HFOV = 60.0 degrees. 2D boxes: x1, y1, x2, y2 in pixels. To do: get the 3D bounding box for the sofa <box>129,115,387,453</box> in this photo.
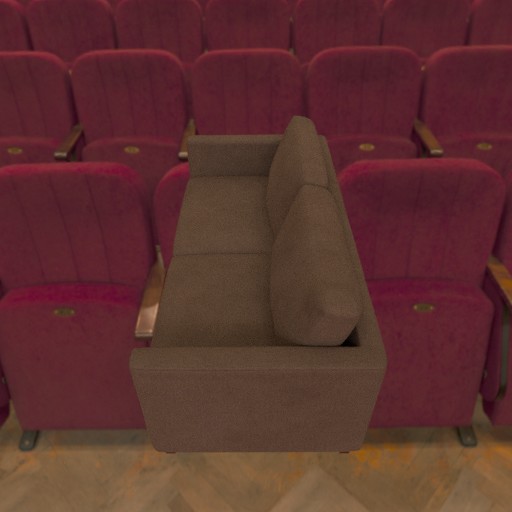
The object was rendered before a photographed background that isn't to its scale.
[{"bbox_3d":[0.000,0.000,2.432,0.950,0.963,1.884,0,40,0],"label":"sofa"}]
